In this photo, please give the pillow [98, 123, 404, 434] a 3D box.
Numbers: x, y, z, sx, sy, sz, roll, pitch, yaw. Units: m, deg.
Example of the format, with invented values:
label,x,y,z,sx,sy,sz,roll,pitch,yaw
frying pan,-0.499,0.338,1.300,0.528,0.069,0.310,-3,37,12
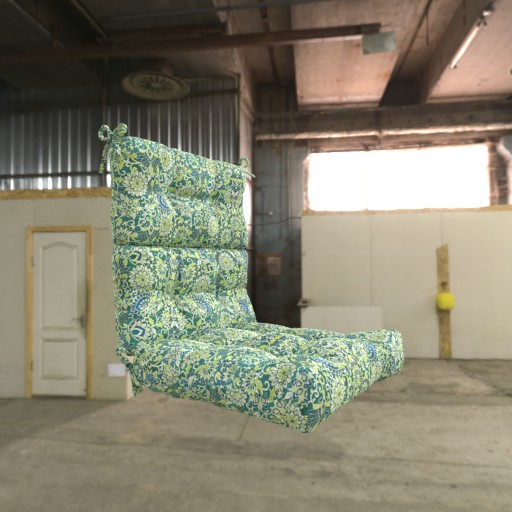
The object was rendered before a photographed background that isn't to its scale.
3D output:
label,x,y,z,sx,sy,sz,roll,pitch,yaw
pillow,0.000,0.000,1.047,0.571,0.605,0.519,0,-1,36
